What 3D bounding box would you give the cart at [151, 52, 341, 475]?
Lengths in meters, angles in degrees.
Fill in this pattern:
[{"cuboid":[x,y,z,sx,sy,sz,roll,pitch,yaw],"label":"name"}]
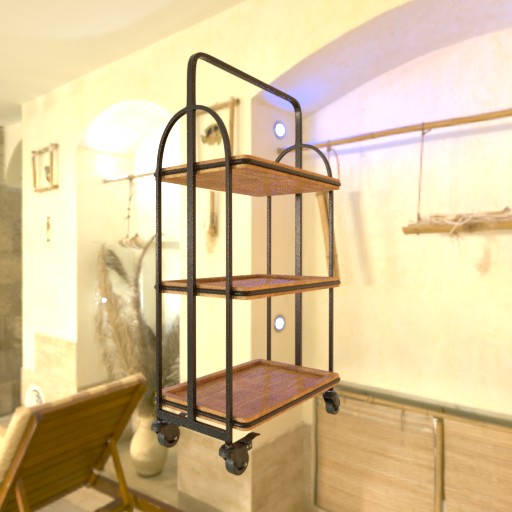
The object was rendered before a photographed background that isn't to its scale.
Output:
[{"cuboid":[0.000,0.000,1.267,0.327,1.001,0.553,1,1,37],"label":"cart"}]
